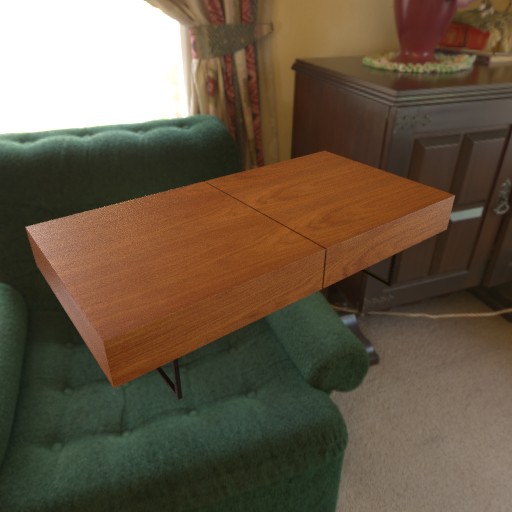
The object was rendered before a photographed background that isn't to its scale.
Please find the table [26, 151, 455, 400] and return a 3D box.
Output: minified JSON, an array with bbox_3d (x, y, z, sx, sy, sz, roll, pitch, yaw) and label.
[{"bbox_3d":[0.000,0.000,1.453,1.194,0.330,0.610,-21,36,-31],"label":"table"}]
